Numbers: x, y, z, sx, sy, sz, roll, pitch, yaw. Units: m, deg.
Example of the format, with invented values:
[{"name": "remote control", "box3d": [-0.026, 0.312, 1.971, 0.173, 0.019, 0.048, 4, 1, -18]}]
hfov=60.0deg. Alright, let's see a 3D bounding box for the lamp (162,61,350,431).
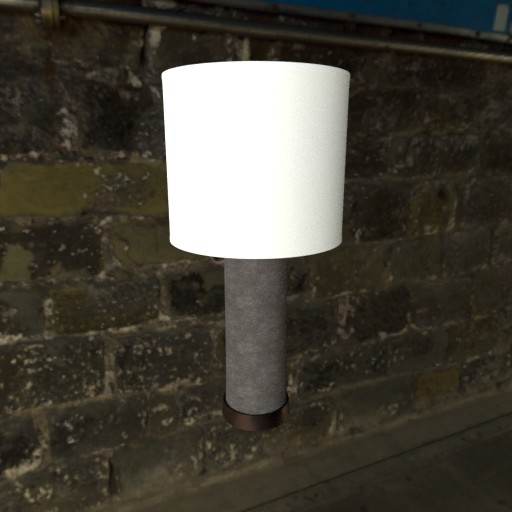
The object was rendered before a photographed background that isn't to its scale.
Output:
[{"name": "lamp", "box3d": [0.000, 0.000, 0.798, 0.301, 0.630, 0.301, -2, 15, -9]}]
